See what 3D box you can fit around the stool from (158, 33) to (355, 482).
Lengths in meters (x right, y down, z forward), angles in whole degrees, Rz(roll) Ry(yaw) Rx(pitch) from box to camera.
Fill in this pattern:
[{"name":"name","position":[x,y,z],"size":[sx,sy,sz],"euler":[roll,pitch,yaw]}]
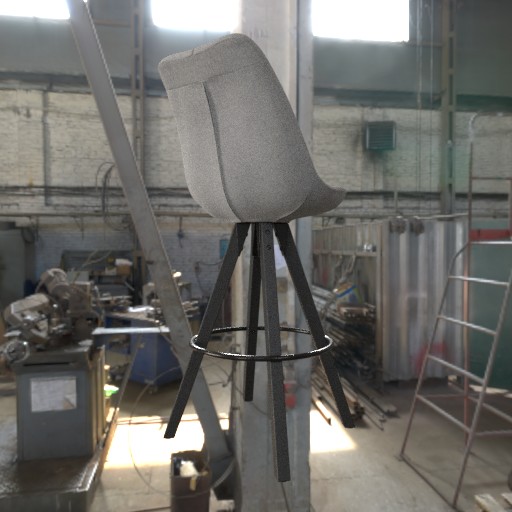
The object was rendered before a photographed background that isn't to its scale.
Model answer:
[{"name":"stool","position":[0.000,0.000,1.372],"size":[0.485,1.115,0.550],"euler":[1,2,36]}]
